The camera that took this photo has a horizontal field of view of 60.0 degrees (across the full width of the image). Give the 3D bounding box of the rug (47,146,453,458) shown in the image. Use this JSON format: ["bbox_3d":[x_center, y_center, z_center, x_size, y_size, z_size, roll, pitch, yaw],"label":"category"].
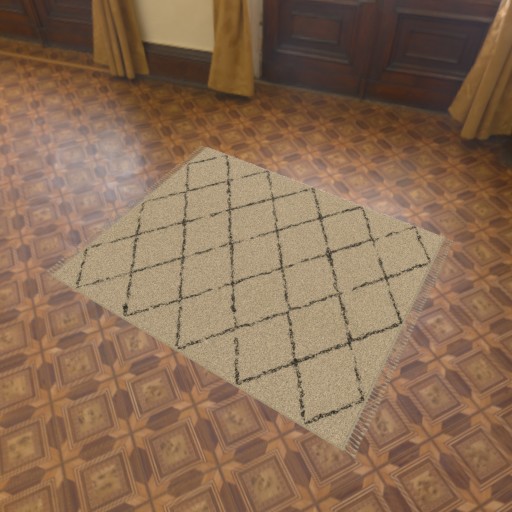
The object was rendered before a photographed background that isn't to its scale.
[{"bbox_3d":[0.000,0.000,4.176,3.051,0.013,2.380,25,53,21],"label":"rug"}]
